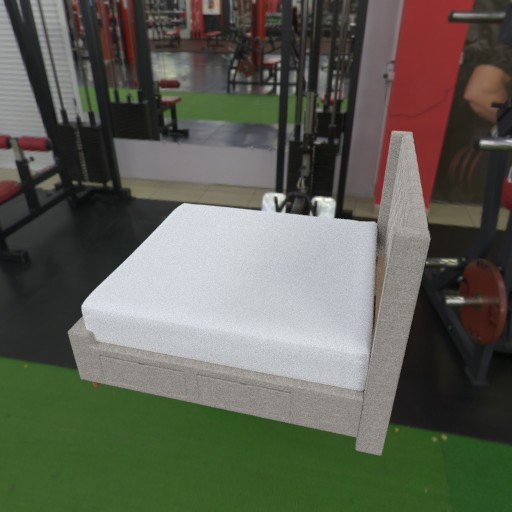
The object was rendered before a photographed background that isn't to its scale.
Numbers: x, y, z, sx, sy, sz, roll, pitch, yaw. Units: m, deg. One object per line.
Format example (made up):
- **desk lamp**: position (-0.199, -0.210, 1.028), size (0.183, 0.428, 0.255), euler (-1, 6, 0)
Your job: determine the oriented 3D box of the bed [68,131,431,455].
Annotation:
- **bed**: position (0.000, 0.000, 3.752), size (2.372, 1.748, 2.044), euler (7, 31, 12)
